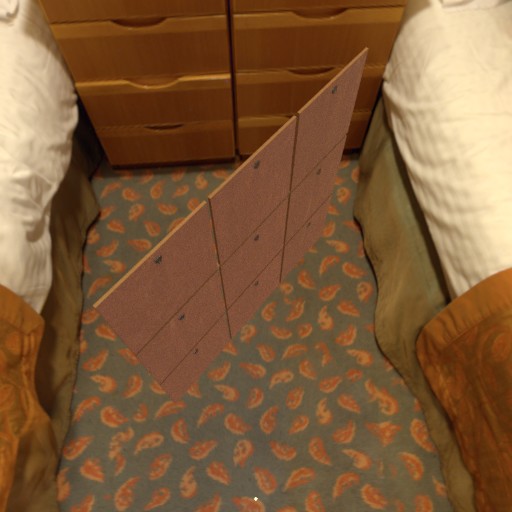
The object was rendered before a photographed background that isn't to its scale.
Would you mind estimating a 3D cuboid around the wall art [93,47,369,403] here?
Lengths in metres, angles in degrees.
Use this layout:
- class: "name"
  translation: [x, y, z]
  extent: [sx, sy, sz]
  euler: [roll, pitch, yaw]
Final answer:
- class: "wall art"
  translation: [0.000, 0.000, 2.273]
  extent: [0.023, 1.522, 1.526]
  euler: [35, 67, 18]
